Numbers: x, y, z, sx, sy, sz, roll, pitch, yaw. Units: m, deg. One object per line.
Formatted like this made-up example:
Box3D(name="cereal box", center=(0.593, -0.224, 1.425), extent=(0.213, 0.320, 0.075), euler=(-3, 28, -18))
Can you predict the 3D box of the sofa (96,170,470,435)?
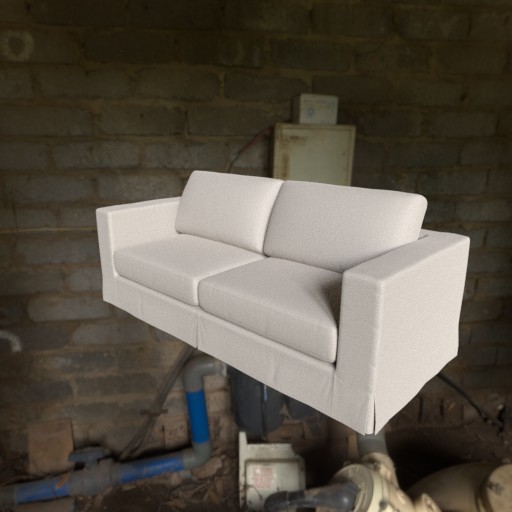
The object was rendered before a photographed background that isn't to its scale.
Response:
Box3D(name="sofa", center=(0.000, 0.000, 2.687), extent=(2.163, 0.881, 0.954), euler=(15, 22, 41))
